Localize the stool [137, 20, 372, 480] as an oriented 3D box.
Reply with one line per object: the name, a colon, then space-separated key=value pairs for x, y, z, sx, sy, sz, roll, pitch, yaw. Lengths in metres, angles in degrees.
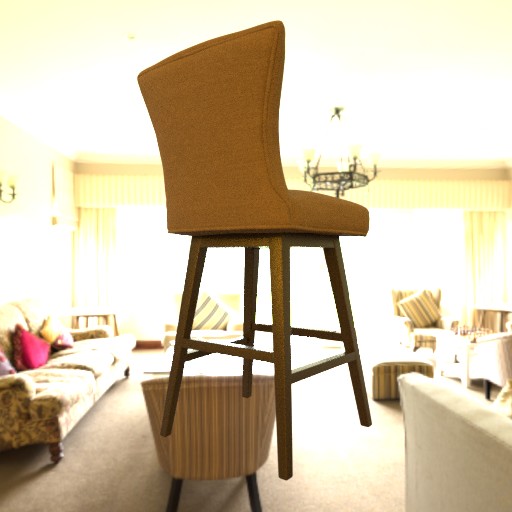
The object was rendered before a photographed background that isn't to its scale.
stool: x=0.000 y=0.000 z=1.347 sx=0.514 sy=1.086 sz=0.574 roll=0 pitch=0 yaw=37
